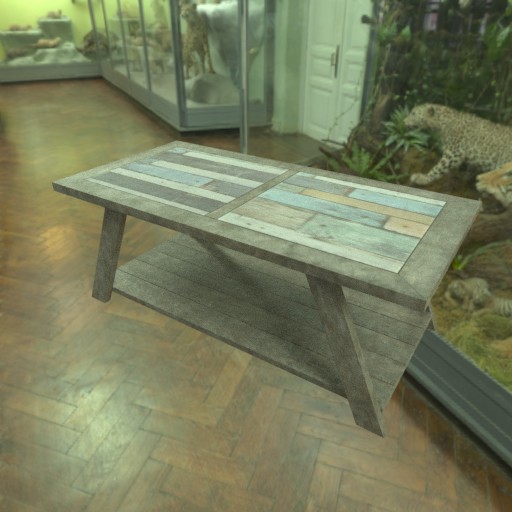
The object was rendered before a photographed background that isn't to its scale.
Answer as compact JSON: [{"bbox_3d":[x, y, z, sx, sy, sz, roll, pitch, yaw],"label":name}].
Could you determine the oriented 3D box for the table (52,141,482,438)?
[{"bbox_3d":[0.000,0.000,1.513,1.219,0.470,0.610,18,34,29],"label":"table"}]
